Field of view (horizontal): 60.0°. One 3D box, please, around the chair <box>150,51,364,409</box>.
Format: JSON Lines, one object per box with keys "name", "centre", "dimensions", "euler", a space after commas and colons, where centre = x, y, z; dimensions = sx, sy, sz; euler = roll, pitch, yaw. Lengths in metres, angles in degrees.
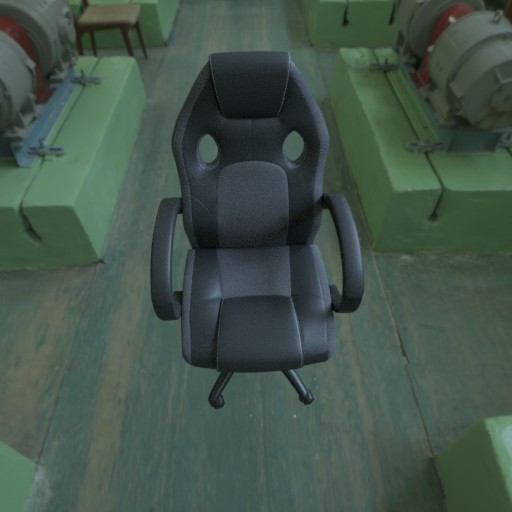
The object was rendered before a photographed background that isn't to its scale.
{"name": "chair", "centre": [0.000, 0.000, 1.600], "dimensions": [0.673, 1.187, 0.724], "euler": [-2, 46, -2]}
